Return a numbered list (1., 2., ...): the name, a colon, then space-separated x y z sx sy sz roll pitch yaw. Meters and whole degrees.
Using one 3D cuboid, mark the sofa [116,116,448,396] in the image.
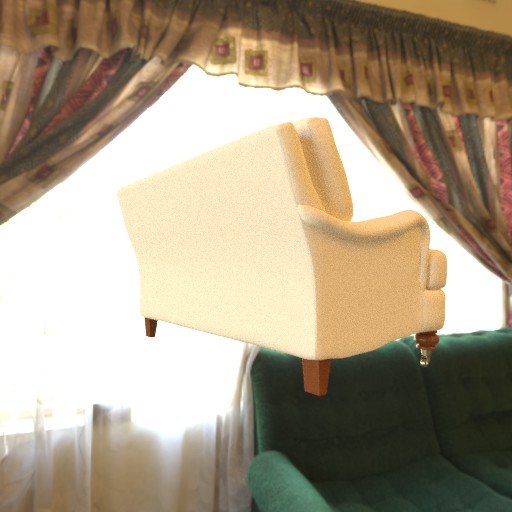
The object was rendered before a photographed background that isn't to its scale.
1. sofa: 0.000 0.000 2.593 1.084 1.101 1.853 1 -1 -36
